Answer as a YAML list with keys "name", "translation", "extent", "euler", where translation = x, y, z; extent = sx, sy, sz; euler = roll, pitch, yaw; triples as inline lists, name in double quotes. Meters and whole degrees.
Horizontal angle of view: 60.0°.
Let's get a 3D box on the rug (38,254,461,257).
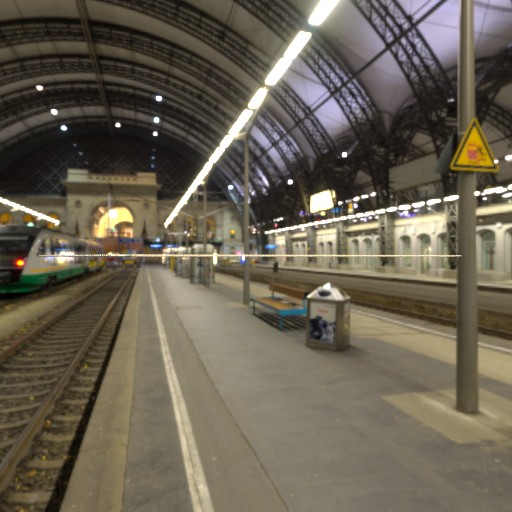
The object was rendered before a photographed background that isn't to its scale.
- name: "rug"
  translation: [0.000, 0.000, 3.006]
  extent: [2.438, 0.010, 1.524]
  euler: [0, 0, -35]
